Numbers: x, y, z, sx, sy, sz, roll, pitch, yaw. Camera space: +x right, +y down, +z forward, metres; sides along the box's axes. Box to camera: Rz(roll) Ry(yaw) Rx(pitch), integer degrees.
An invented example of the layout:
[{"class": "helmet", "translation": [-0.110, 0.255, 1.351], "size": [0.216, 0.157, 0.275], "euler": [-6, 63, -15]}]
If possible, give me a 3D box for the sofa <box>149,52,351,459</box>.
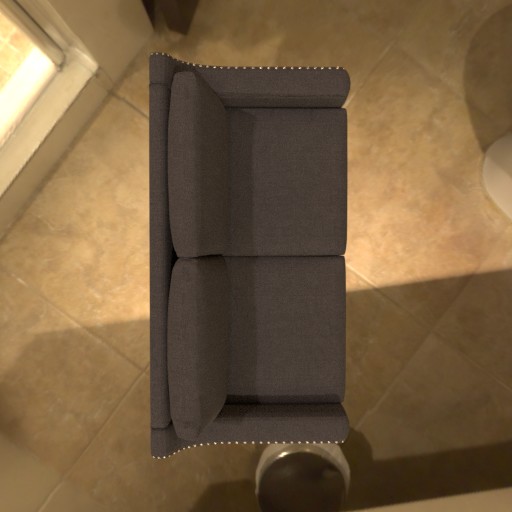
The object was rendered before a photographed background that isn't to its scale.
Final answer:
[{"class": "sofa", "translation": [0.000, 0.000, 3.169], "size": [1.336, 1.196, 2.550], "euler": [0, 91, 0]}]
